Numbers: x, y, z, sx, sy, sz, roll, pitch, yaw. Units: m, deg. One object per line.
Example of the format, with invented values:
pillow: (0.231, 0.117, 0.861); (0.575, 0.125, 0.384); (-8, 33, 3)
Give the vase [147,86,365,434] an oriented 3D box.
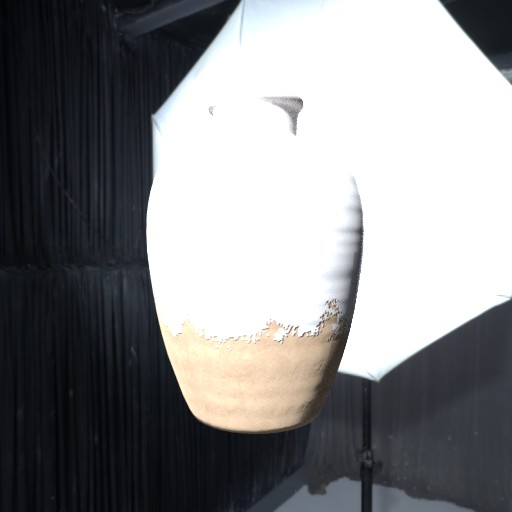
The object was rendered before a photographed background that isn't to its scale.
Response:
vase: (0.000, 0.000, 0.331); (0.158, 0.228, 0.158); (0, 2, 0)
